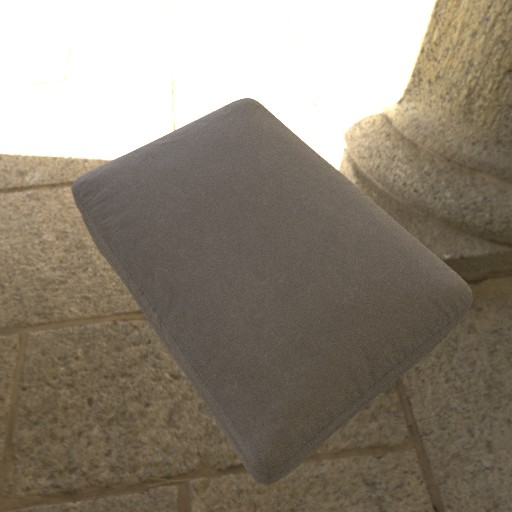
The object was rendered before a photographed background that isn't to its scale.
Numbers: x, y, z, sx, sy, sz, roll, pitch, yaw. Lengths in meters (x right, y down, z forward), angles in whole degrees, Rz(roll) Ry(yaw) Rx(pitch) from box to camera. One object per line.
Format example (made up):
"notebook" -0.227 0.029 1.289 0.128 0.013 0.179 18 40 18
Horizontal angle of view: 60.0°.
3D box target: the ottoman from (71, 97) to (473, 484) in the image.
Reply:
"ottoman" 0.000 0.000 1.557 0.840 0.429 1.199 -32 63 -19
